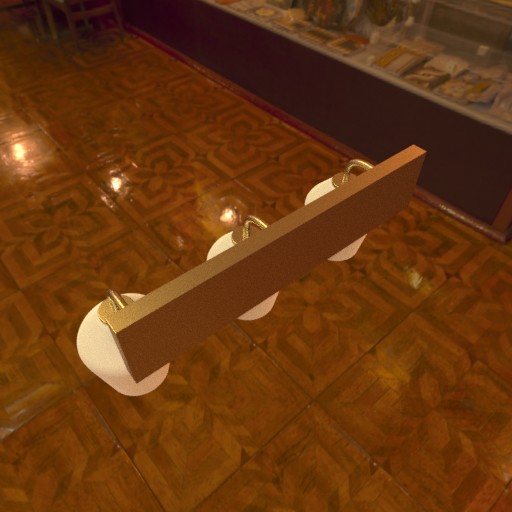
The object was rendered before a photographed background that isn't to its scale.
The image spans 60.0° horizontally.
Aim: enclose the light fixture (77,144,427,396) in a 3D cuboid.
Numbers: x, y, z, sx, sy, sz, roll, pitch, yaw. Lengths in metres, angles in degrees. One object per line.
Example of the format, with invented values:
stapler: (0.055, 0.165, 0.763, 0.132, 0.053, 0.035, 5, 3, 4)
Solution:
light fixture: (0.000, 0.000, 0.733, 0.609, 0.280, 0.190, -31, 54, -25)
